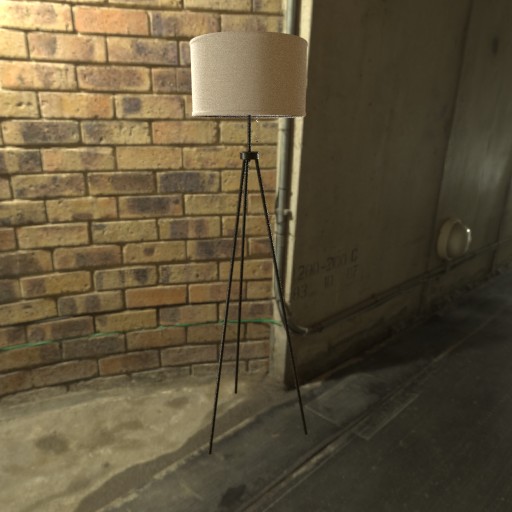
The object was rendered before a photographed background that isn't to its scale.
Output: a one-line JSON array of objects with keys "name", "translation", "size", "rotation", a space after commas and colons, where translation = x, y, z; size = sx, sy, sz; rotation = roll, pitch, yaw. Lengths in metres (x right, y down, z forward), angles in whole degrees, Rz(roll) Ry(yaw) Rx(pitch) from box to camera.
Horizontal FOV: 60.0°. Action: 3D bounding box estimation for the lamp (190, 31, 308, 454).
[{"name": "lamp", "translation": [0.000, 0.000, 1.761], "size": [0.458, 1.545, 0.448], "rotation": [2, 16, 7]}]
